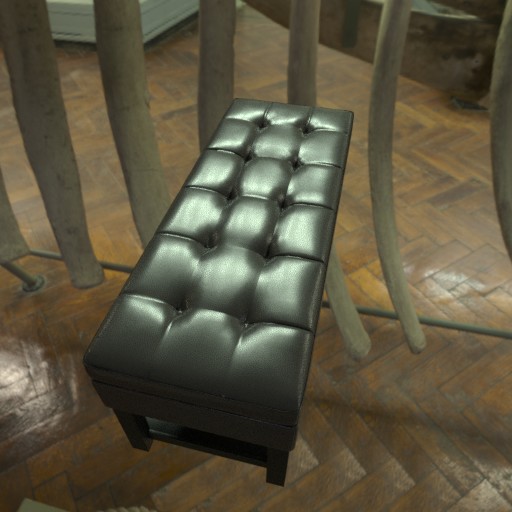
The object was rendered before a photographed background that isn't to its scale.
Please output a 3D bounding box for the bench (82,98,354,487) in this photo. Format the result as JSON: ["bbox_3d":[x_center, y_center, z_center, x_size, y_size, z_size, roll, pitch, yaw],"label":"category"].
[{"bbox_3d":[0.000,0.000,1.321,0.432,0.460,1.105,10,47,9],"label":"bench"}]
